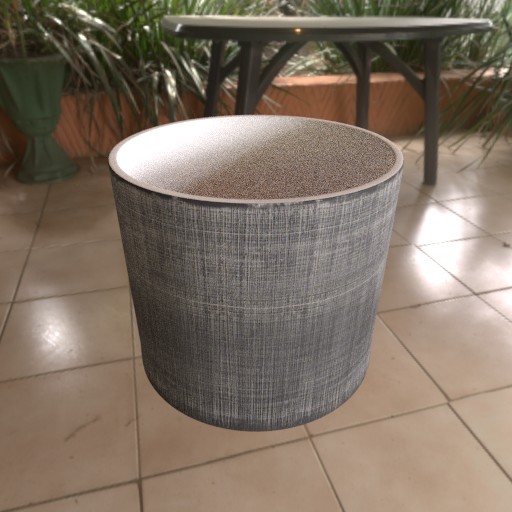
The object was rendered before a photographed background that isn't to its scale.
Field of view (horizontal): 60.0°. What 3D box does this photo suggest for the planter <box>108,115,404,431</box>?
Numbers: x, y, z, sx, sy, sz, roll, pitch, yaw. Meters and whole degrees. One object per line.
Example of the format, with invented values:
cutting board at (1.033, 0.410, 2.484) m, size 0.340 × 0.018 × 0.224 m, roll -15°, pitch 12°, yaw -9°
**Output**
planter at (0.000, 0.000, 0.316) m, size 0.178 × 0.157 × 0.178 m, roll 0°, pitch 30°, yaw 0°
